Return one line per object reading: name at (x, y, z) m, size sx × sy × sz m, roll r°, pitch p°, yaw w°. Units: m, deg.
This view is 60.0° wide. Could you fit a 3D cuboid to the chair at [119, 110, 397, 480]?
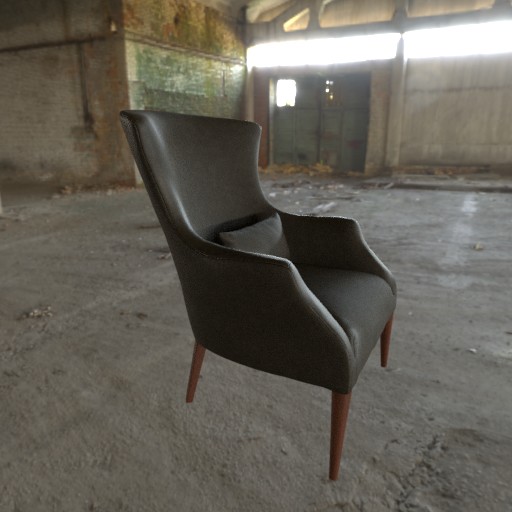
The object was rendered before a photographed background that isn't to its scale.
chair at (0.000, 0.000, 1.675) m, size 0.954 × 1.068 × 0.819 m, roll 8°, pitch 17°, yaw 26°
